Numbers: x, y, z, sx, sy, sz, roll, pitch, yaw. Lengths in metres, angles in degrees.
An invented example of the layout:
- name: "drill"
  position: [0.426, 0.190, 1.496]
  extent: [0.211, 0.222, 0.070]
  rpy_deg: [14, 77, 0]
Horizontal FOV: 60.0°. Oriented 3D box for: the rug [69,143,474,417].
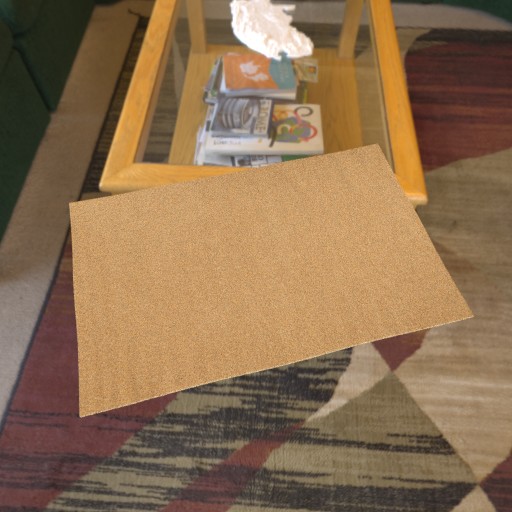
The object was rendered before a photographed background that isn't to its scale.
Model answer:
- name: "rug"
  position: [0.000, 0.000, 2.923]
  extent: [2.346, 0.025, 1.500]
  rpy_deg: [-12, 59, -7]
